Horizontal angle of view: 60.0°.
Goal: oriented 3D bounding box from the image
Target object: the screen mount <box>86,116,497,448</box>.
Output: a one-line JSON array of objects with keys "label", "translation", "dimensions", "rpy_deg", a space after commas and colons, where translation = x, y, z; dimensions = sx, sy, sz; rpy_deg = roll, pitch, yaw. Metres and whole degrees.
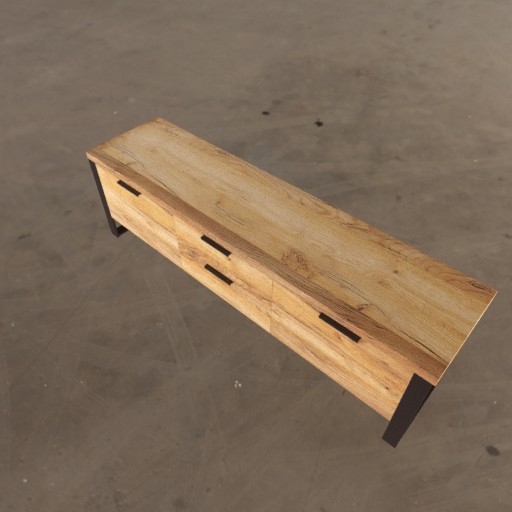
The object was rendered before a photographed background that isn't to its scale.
[{"label": "screen mount", "translation": [0.000, 0.000, 1.695], "dimensions": [1.524, 0.450, 0.395], "rpy_deg": [33, 54, 28]}]
